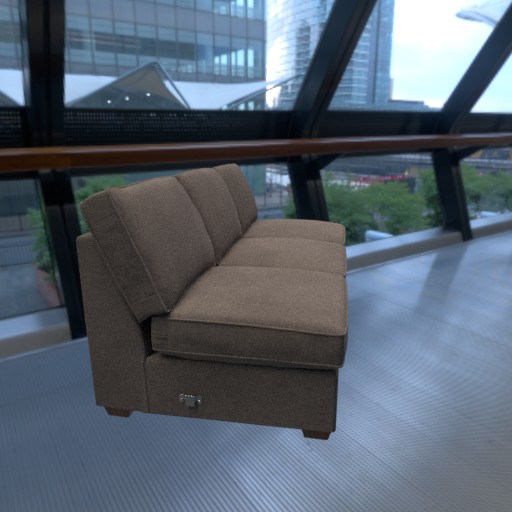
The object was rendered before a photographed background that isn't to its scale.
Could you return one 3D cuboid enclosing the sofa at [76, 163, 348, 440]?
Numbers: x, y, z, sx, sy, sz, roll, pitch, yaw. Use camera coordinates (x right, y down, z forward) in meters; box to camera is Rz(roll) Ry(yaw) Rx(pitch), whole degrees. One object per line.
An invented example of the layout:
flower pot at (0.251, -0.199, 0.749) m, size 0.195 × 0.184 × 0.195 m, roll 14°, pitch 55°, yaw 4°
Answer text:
sofa at (0.000, 0.000, 2.528) m, size 1.027 × 0.973 × 1.962 m, roll 3°, pitch 15°, yaw 10°
